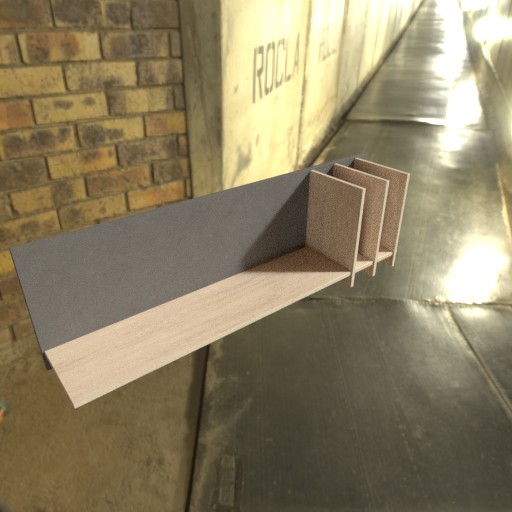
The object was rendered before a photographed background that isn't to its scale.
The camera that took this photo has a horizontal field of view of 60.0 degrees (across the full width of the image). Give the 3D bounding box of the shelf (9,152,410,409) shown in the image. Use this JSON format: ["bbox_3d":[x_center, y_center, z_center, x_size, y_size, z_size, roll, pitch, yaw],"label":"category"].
[{"bbox_3d":[0.000,0.000,1.109,1.020,0.300,0.200,-21,35,-33],"label":"shelf"}]
